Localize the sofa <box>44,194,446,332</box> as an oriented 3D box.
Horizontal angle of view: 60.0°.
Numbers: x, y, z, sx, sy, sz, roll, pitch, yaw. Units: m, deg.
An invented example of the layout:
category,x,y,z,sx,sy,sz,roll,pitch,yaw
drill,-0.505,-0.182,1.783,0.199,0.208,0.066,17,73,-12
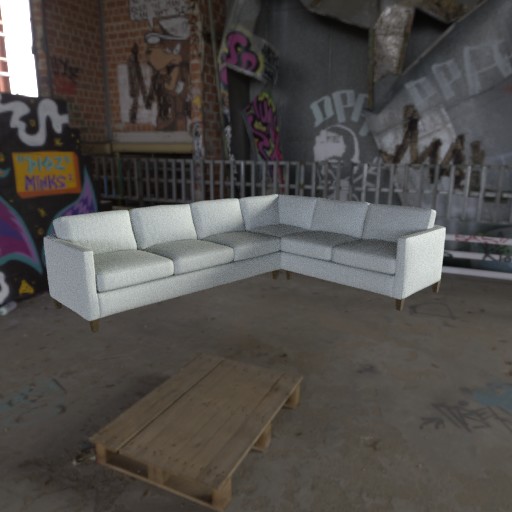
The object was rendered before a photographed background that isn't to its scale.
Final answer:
category,x,y,z,sx,sy,sz,roll,pitch,yaw
sofa,0.000,0.000,4.533,3.333,0.934,2.522,-13,19,-43
